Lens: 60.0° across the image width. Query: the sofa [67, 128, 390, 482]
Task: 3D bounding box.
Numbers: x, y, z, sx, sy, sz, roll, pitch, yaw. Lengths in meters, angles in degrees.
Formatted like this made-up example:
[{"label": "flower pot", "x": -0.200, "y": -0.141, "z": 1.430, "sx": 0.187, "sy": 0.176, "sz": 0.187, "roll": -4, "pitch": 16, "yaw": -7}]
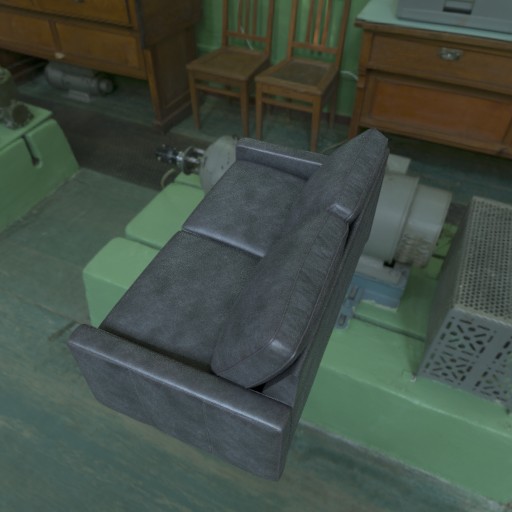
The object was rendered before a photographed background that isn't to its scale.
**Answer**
[{"label": "sofa", "x": 0.000, "y": 0.000, "z": 2.265, "sx": 0.939, "sy": 0.916, "sz": 1.732, "roll": 17, "pitch": 48, "yaw": 16}]
